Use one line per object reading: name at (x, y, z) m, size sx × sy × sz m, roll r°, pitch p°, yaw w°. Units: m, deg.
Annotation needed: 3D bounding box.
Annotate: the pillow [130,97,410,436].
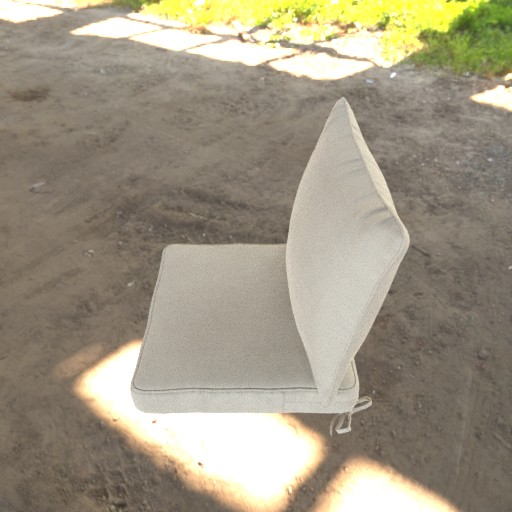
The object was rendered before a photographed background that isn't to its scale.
pillow at (0.000, 0.000, 1.356) m, size 0.733 × 0.716 × 0.798 m, roll 0°, pitch 40°, yaw 0°
